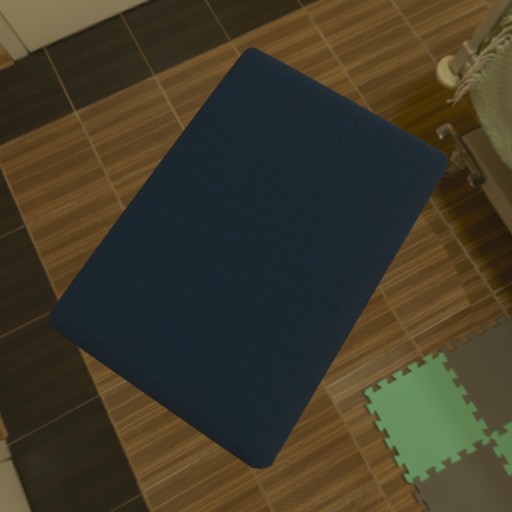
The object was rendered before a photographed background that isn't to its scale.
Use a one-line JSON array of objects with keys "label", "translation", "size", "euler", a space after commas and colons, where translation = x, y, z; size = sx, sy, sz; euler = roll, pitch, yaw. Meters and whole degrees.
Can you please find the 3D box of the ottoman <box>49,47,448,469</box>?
[{"label": "ottoman", "translation": [0.000, 0.000, 1.197], "size": [0.587, 0.498, 0.835], "euler": [32, 79, 7]}]
